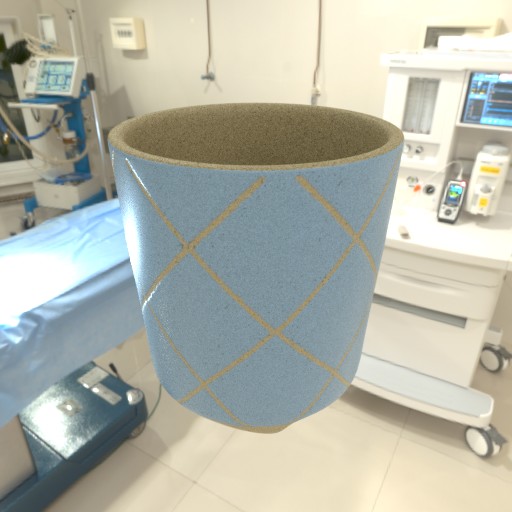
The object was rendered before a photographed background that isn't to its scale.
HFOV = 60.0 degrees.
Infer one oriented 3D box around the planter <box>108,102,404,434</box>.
[{"bbox_3d":[0.000,0.000,0.408,0.227,0.235,0.227,0,28,0],"label":"planter"}]
